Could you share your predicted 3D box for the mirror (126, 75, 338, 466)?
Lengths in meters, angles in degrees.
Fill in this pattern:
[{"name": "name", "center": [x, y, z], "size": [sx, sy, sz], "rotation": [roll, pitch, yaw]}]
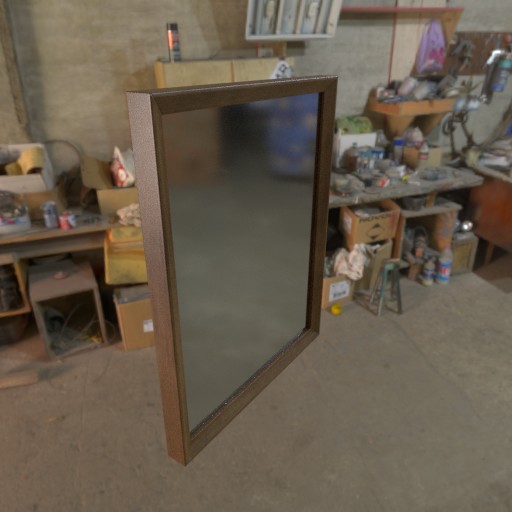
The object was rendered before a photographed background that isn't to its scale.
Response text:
[{"name": "mirror", "center": [0.000, 0.000, 0.693], "size": [0.041, 0.509, 0.406], "rotation": [17, 30, 32]}]
